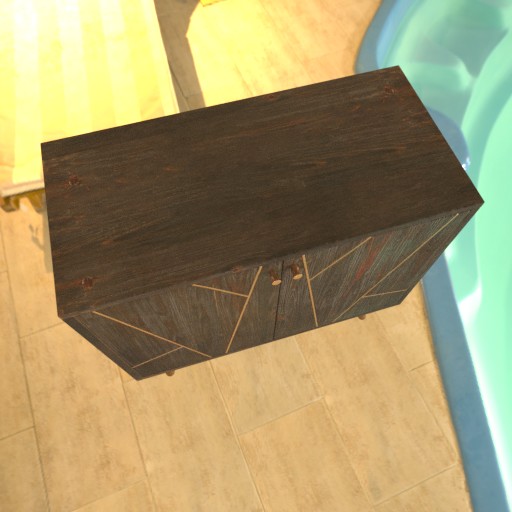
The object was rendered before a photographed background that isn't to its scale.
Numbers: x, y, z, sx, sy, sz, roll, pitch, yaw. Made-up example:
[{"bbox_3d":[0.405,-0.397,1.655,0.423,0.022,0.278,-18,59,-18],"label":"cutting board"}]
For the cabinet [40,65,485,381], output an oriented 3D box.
[{"bbox_3d":[0.000,0.000,1.512,1.023,0.897,0.529,-15,64,-7],"label":"cabinet"}]
